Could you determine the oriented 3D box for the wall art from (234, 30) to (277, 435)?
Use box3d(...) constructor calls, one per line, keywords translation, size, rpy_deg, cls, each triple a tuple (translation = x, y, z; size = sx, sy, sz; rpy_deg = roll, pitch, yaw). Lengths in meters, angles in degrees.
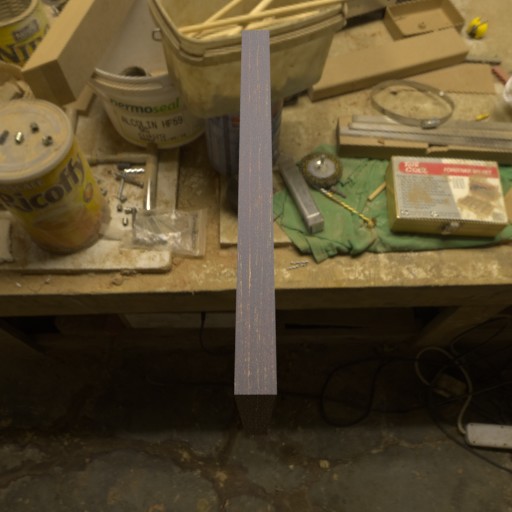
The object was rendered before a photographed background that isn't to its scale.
box3d(translation=(0.000, 0.000, 0.542), size=(0.031, 0.330, 0.381), rpy_deg=(0, 63, 0), cls="wall art")
